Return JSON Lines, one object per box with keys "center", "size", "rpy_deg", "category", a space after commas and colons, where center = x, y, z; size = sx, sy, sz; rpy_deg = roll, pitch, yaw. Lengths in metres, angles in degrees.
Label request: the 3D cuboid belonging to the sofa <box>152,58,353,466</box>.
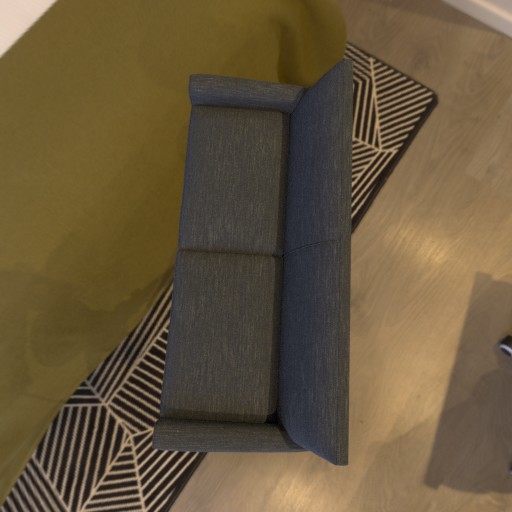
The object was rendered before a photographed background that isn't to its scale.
{"center": [0.000, 0.000, 2.431], "size": [0.875, 0.846, 1.976], "rpy_deg": [3, 78, 1], "category": "sofa"}
